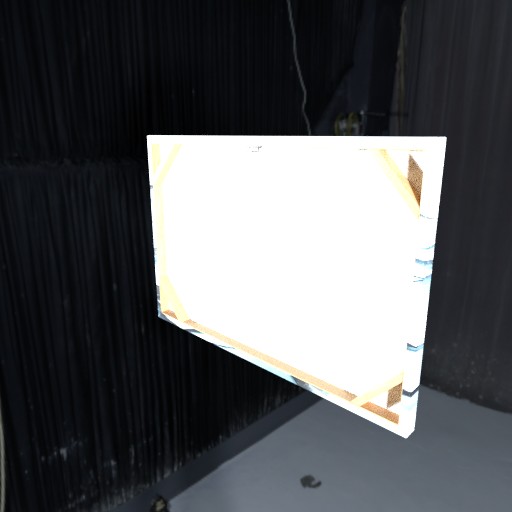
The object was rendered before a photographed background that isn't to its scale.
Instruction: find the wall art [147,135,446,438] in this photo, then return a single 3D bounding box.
[{"bbox_3d":[0.000,0.000,1.165,0.914,0.609,0.039,15,21,42],"label":"wall art"}]
